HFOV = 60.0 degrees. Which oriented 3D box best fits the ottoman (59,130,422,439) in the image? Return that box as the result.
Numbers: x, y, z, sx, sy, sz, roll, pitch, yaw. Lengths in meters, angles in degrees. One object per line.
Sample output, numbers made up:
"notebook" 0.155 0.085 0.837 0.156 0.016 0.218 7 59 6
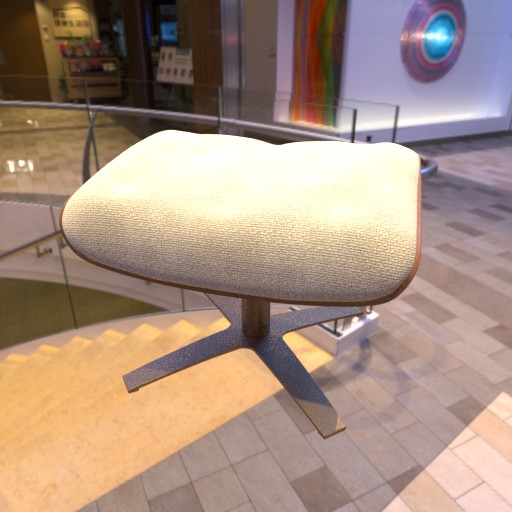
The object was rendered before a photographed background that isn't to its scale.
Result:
"ottoman" 0.000 0.000 0.800 0.520 0.391 0.394 8 27 15
